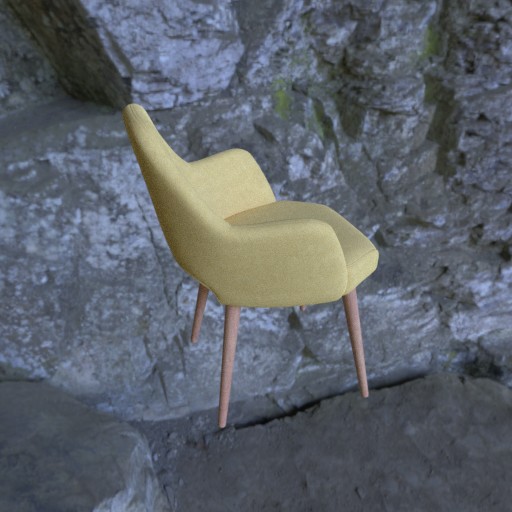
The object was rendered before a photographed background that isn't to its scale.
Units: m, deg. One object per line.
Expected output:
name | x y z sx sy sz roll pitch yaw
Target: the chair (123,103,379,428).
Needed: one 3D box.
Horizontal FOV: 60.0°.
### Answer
chair | 0.000 0.000 1.255 0.610 0.840 0.590 -10 31 -16
